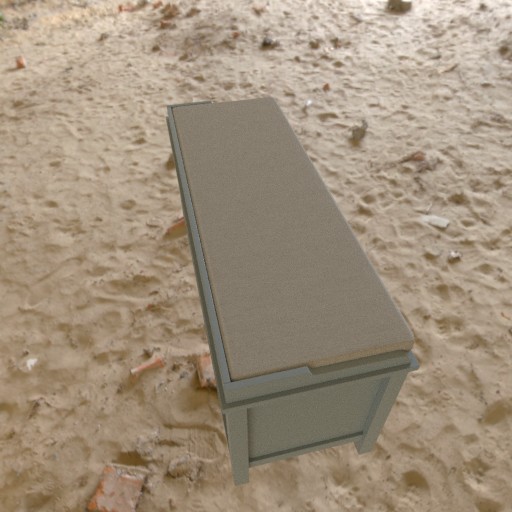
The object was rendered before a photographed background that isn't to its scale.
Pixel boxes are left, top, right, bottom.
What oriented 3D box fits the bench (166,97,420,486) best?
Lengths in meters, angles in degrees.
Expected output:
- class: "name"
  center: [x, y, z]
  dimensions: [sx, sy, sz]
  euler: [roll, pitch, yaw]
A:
- class: "bench"
  center: [0.000, 0.000, 1.380]
  dimensions: [0.398, 0.501, 1.140]
  euler: [-10, 46, -9]
